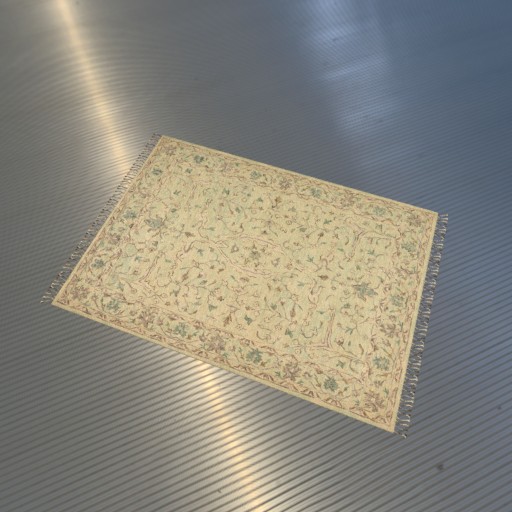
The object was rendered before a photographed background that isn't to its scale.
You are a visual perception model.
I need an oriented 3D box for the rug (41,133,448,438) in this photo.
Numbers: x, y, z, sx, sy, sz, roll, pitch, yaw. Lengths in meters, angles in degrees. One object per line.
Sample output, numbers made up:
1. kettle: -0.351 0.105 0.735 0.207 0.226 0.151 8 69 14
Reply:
1. rug: 0.000 0.000 2.304 1.802 0.008 1.247 18 61 10
